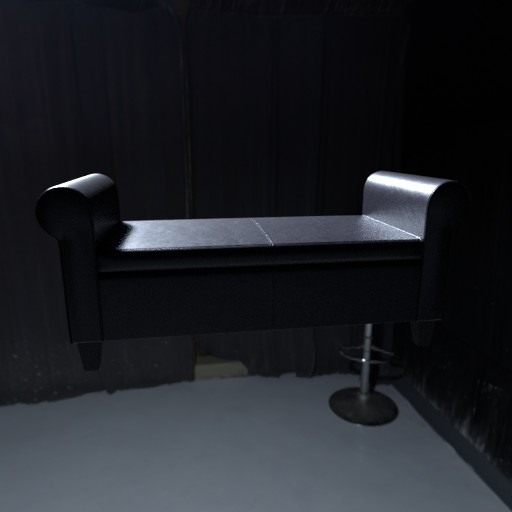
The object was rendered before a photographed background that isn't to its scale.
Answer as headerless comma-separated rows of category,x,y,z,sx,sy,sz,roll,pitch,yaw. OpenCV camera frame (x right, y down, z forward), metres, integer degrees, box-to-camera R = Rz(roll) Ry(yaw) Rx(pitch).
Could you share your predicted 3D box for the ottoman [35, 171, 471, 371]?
ottoman,0.000,0.000,1.550,1.256,0.547,0.521,-2,14,-9
